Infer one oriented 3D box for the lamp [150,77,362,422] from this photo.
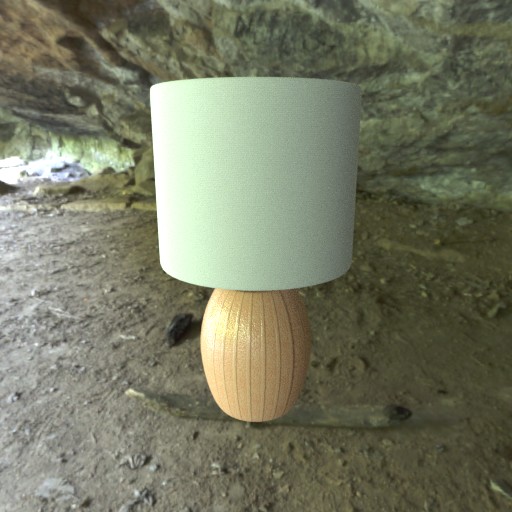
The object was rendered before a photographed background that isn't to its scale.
[{"bbox_3d":[0.000,0.000,0.777,0.329,0.570,0.329,0,15,0],"label":"lamp"}]
